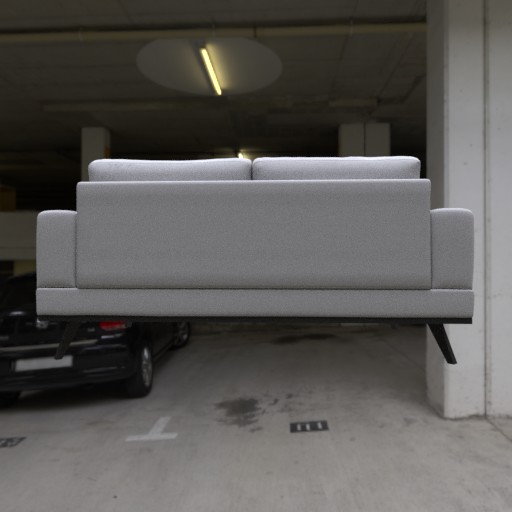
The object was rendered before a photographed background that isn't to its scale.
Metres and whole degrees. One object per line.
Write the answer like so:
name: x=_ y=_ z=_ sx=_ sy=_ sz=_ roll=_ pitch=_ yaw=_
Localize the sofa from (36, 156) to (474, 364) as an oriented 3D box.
sofa: x=0.000 y=0.000 z=2.106 sx=1.650 sy=0.810 sz=0.920 roll=0 pitch=0 yaw=3
